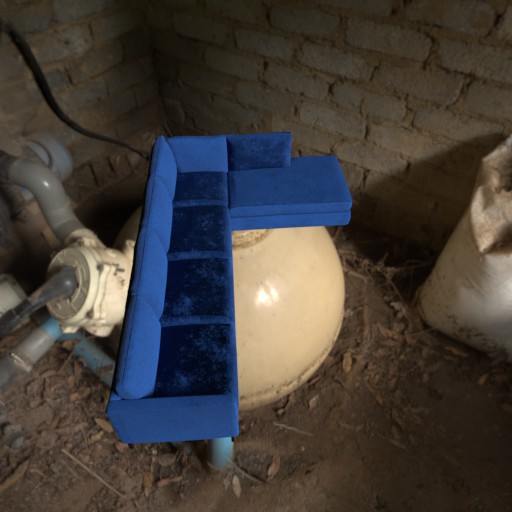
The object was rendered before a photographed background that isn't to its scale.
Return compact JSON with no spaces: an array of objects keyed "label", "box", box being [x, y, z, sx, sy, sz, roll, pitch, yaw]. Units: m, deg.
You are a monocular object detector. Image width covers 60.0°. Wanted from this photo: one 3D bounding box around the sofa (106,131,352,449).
[{"label":"sofa","box":[0.000,0.000,3.250,1.707,0.687,2.486,-3,46,-3]}]
